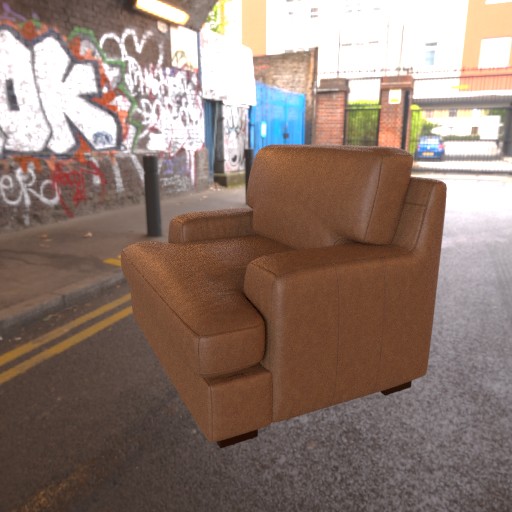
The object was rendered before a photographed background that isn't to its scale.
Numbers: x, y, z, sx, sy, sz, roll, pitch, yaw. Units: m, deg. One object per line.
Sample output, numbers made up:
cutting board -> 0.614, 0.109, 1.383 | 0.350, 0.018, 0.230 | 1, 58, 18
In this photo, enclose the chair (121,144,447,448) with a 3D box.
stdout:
chair -> 0.000, 0.000, 2.011 | 1.050, 0.978, 1.276 | -7, 16, -25
